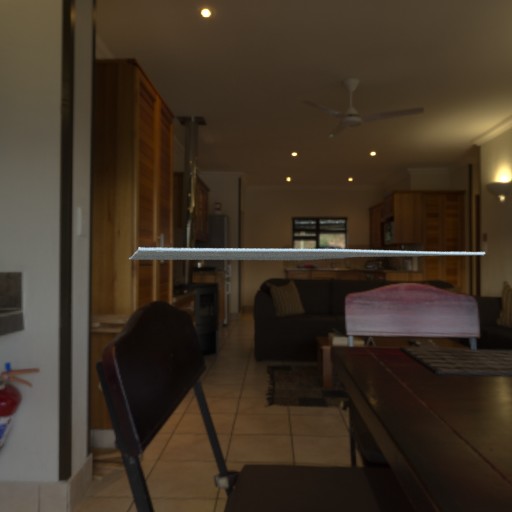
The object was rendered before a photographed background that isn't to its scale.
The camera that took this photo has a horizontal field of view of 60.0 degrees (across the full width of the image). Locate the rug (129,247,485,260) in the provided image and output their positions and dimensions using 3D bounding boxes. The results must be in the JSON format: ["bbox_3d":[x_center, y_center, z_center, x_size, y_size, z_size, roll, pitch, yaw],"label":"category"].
[{"bbox_3d":[0.000,0.000,2.981,1.613,0.030,2.306,0,-1,-17],"label":"rug"}]
